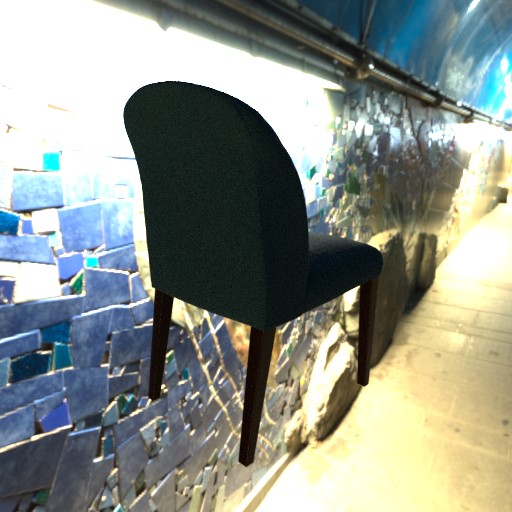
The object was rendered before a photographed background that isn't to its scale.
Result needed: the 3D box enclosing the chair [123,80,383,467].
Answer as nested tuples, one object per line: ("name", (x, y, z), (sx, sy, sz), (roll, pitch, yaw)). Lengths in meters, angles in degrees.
("chair", (0.000, 0.000, 1.270), (0.507, 0.879, 0.620), (13, 19, 43))
